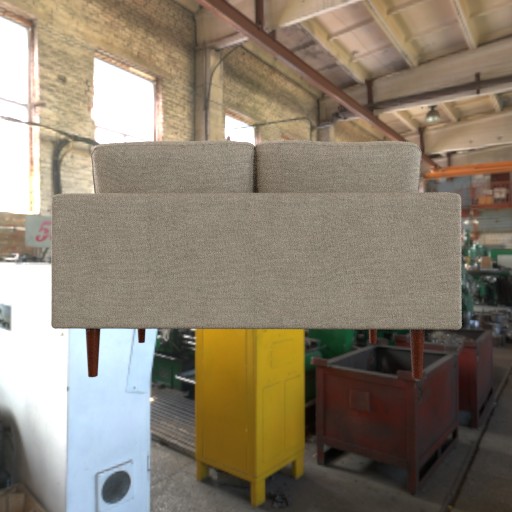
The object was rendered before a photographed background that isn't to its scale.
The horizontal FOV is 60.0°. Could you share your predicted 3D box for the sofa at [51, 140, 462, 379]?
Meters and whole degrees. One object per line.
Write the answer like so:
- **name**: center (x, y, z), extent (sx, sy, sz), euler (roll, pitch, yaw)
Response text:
- **sofa**: center (0.000, 0.000, 2.102), extent (1.582, 0.944, 0.903), euler (0, 0, 1)
